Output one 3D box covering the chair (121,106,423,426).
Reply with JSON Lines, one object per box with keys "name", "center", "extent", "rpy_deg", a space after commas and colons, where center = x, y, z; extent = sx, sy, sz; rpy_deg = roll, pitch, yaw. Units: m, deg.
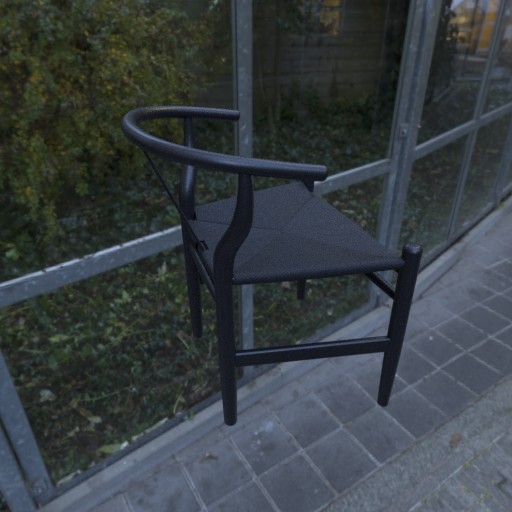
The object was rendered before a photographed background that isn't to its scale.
{"name": "chair", "center": [0.000, 0.000, 1.153], "extent": [0.579, 0.730, 0.569], "rpy_deg": [-10, 31, -17]}
